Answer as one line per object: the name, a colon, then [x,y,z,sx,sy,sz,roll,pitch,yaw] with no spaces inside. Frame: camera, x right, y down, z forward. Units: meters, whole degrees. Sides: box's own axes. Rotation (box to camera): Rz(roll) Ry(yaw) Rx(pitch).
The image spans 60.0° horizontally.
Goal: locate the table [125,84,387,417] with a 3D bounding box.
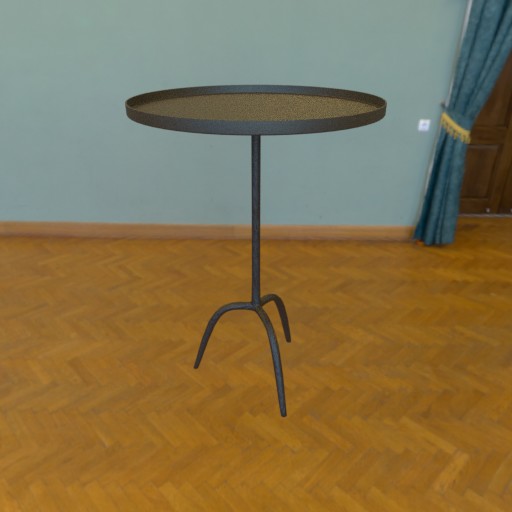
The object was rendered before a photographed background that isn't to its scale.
table: [0.000,0.000,1.035,0.502,0.700,0.502,0,27,0]
